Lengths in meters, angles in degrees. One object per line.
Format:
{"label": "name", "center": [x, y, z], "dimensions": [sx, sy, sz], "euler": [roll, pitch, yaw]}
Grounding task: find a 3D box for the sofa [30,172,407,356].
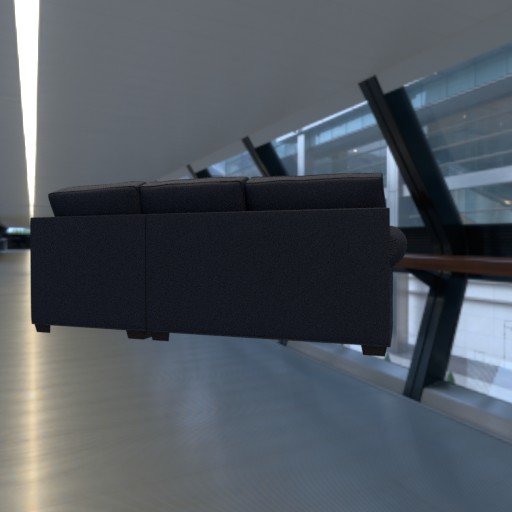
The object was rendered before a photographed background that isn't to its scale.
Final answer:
{"label": "sofa", "center": [0.000, 0.000, 3.918], "dimensions": [2.487, 1.042, 2.562], "euler": [0, 1, 18]}
